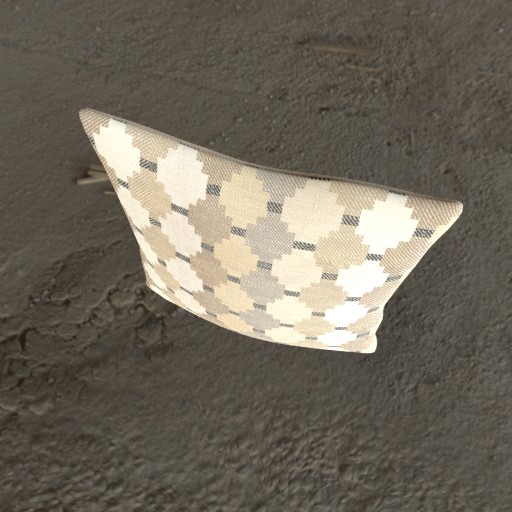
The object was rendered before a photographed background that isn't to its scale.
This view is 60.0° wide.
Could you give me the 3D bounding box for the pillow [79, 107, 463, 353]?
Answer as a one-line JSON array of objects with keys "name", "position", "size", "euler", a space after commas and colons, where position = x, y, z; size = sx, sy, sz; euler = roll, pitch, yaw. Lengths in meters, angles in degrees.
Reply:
[{"name": "pillow", "position": [0.000, 0.000, 0.845], "size": [0.578, 0.558, 0.192], "euler": [15, 59, 9]}]
